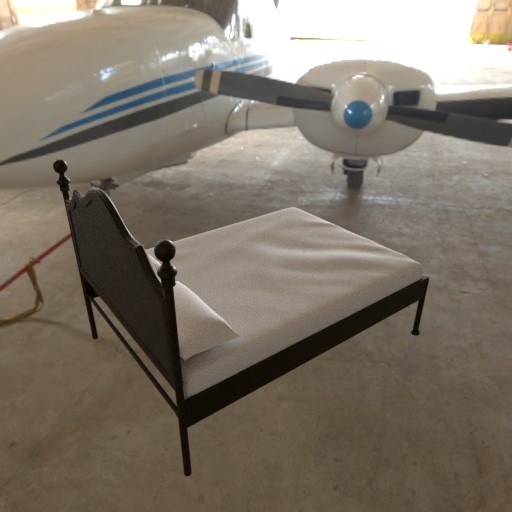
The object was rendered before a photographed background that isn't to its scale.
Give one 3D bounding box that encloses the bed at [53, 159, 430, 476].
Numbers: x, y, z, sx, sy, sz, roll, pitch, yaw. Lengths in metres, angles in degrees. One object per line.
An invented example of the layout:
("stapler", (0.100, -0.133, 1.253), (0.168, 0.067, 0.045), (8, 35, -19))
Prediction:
("bed", (0.000, 0.000, 3.326), (2.224, 1.499, 1.642), (-19, 34, -32))
